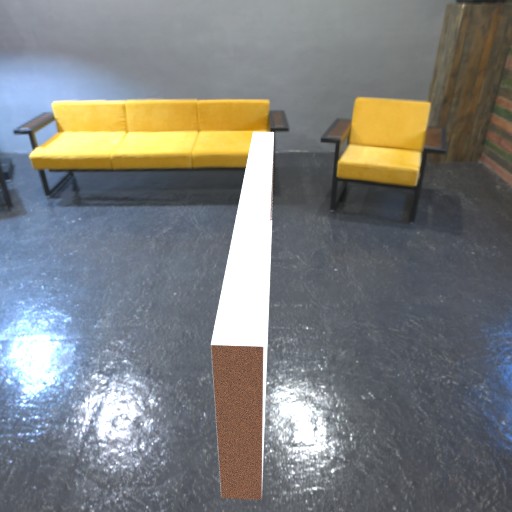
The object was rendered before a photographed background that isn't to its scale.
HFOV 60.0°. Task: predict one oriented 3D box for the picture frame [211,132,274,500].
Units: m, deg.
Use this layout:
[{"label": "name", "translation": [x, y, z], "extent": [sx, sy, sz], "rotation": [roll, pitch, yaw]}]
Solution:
[{"label": "picture frame", "translation": [0.000, 0.000, 0.810], "extent": [0.050, 0.250, 0.759], "rotation": [1, 31, 2]}]
